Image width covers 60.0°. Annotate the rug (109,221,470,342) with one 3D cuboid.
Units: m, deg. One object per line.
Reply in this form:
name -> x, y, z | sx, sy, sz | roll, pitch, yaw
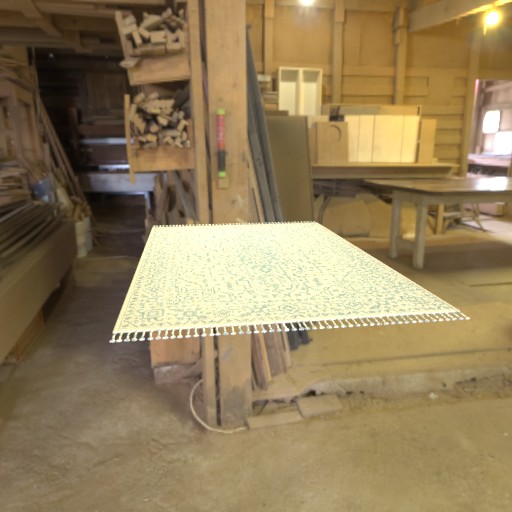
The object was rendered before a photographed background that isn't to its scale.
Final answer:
rug -> 0.000, 0.000, 2.990 | 1.524, 0.010, 2.438 | -2, 15, -8
